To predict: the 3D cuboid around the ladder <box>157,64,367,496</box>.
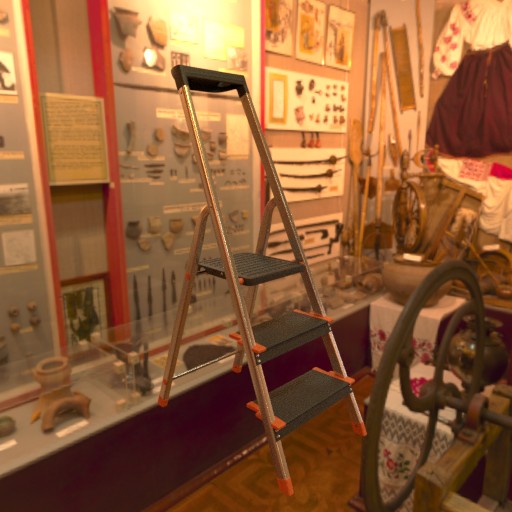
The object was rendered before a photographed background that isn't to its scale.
[{"bbox_3d":[0.000,0.000,1.502,0.416,1.229,0.686,-12,18,-43],"label":"ladder"}]
